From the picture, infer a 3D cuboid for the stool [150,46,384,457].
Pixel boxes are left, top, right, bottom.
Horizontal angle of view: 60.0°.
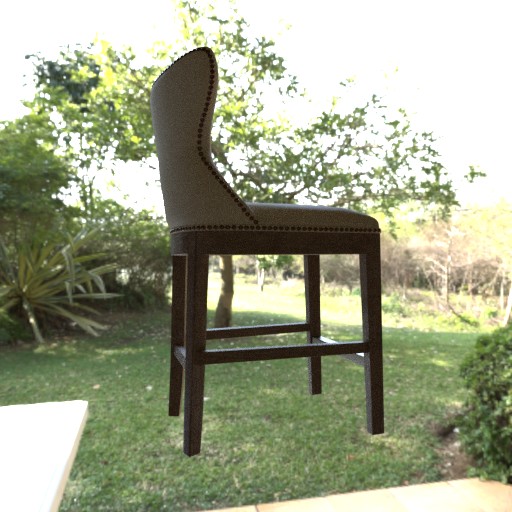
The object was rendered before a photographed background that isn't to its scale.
[{"bbox_3d":[0.000,0.000,1.309,0.608,0.981,0.498,0,0,-19],"label":"stool"}]
